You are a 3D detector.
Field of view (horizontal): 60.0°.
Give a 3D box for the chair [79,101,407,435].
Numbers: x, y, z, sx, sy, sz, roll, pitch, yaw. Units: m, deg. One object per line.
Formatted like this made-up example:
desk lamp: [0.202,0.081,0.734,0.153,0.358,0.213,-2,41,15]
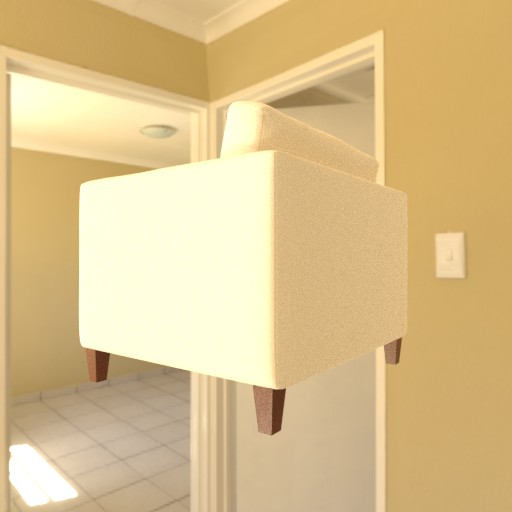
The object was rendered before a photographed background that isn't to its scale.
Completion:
chair: [0.000,0.000,1.709,0.878,0.885,1.019,0,0,37]
